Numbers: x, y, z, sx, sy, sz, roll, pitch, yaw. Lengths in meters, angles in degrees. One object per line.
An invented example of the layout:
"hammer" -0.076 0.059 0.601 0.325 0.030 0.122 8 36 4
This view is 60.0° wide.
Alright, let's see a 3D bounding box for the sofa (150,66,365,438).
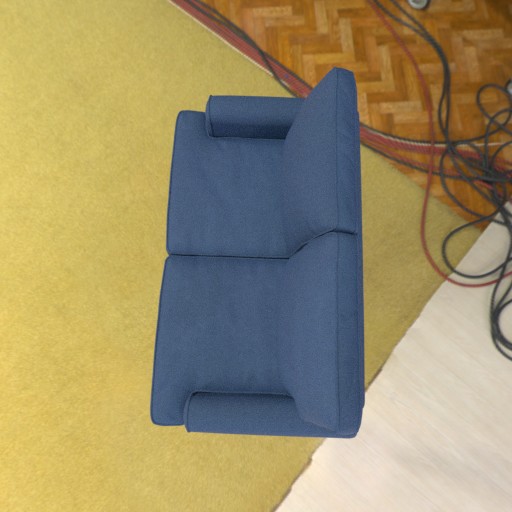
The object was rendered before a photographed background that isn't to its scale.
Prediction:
"sofa" 0.000 0.000 2.193 0.965 0.965 1.651 2 76 1
